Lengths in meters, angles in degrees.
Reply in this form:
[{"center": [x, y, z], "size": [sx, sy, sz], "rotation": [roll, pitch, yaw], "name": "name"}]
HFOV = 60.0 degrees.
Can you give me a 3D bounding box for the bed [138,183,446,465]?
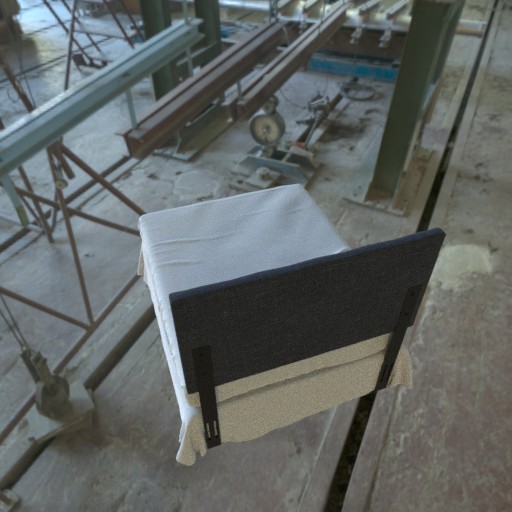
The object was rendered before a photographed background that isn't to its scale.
[{"center": [0.000, 0.000, 3.598], "size": [1.936, 1.577, 2.222], "rotation": [-13, 43, -15], "name": "bed"}]
